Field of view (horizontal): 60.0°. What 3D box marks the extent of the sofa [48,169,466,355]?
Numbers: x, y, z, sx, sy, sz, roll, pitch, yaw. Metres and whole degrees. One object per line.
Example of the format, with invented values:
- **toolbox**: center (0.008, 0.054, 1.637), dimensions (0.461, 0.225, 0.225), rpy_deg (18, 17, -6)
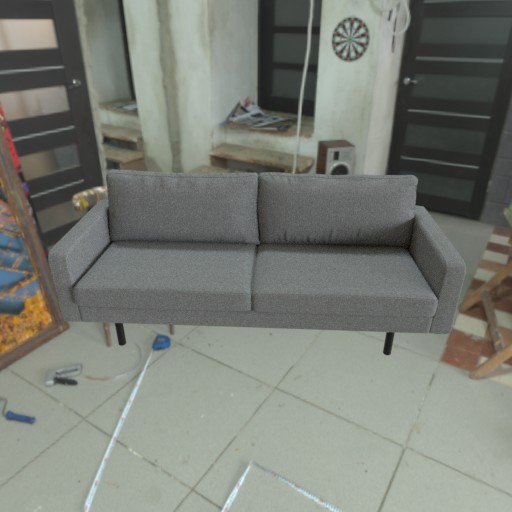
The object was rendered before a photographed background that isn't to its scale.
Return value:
- **sofa**: center (0.000, 0.000, 2.734), dimensions (2.200, 0.880, 0.880), rpy_deg (1, 28, 3)
